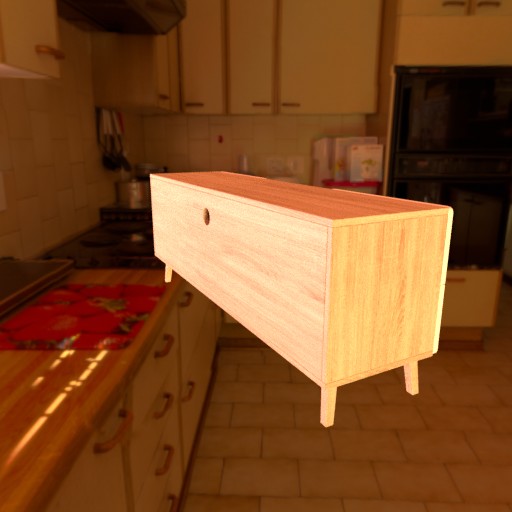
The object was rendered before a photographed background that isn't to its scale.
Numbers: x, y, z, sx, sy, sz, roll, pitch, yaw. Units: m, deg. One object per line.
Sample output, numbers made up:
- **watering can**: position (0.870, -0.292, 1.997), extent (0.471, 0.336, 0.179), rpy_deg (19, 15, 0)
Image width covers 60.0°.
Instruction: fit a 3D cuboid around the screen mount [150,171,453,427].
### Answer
- **screen mount**: position (0.000, 0.000, 1.796), extent (0.420, 0.570, 1.500), rpy_deg (-8, 17, -27)
